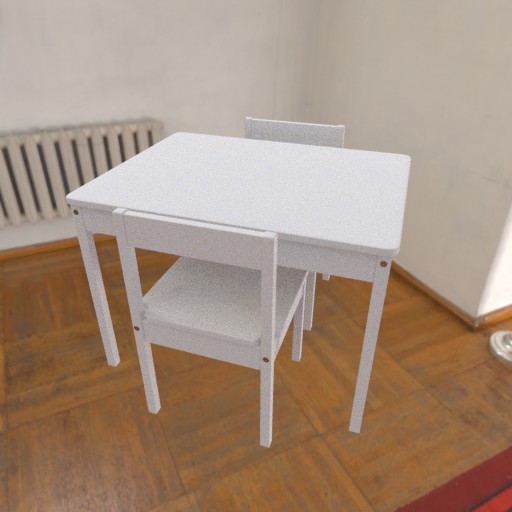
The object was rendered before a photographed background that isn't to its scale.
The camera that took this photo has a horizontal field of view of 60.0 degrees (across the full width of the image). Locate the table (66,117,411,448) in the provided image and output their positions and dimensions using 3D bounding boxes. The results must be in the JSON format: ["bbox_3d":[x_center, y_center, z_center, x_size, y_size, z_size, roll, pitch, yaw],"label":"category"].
[{"bbox_3d":[0.000,0.000,1.106,0.650,0.503,0.672,10,33,16],"label":"table"}]
